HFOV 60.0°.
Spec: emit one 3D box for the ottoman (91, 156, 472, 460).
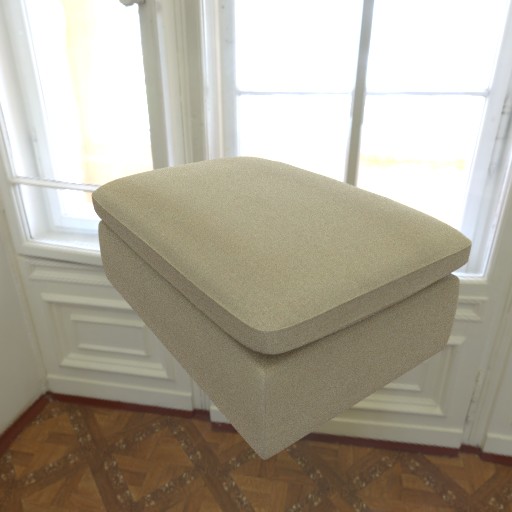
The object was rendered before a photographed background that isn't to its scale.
[{"bbox_3d":[0.000,0.000,1.333,0.686,0.453,0.984,-18,31,-32],"label":"ottoman"}]
